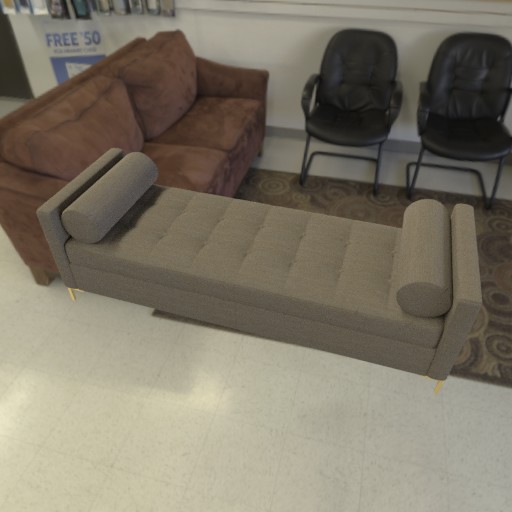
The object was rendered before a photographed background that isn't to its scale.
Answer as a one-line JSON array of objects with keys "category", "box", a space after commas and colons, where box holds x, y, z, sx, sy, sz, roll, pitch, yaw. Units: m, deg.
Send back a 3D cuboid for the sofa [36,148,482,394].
[{"category": "sofa", "box": [0.000, 0.000, 2.302, 1.981, 0.635, 0.686, 12, 42, 13]}]
